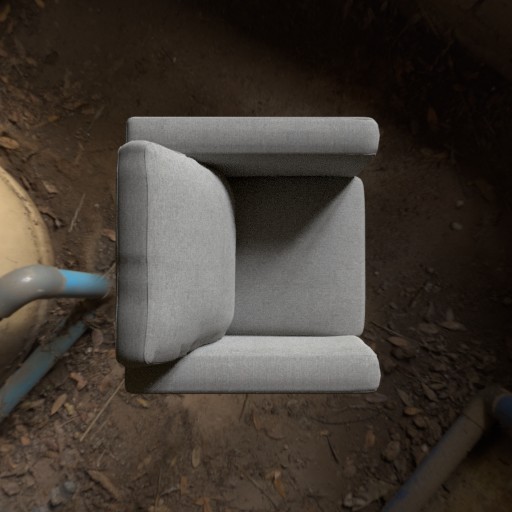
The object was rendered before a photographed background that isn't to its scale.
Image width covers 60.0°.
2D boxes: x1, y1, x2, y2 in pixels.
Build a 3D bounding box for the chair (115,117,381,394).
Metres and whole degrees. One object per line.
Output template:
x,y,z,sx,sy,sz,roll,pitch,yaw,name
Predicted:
0.000,0.000,1.574,0.800,0.927,0.855,0,89,0,chair
